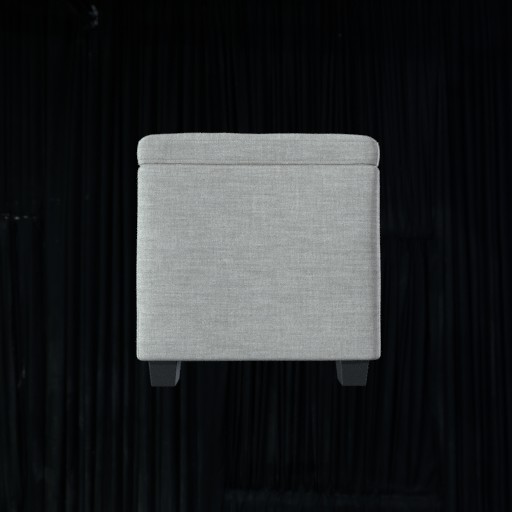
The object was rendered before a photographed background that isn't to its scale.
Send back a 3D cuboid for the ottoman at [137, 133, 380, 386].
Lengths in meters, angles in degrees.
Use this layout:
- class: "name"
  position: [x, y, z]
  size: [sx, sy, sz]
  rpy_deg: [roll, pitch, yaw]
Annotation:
- class: "ottoman"
  position: [0.000, 0.000, 1.155]
  size: [0.419, 0.432, 0.902]
  rpy_deg: [0, 0, -1]
